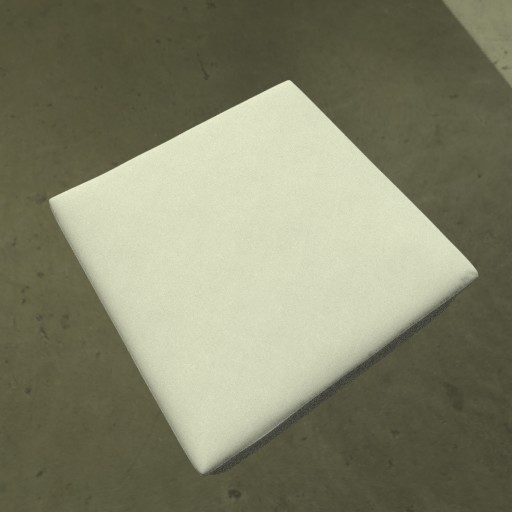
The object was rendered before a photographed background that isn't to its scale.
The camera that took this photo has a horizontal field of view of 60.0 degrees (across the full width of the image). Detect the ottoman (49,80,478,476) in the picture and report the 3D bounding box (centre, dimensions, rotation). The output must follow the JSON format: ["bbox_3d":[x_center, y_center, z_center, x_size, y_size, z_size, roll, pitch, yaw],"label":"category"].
[{"bbox_3d":[0.000,0.000,1.749,1.163,0.482,1.167,-31,68,-14],"label":"ottoman"}]
